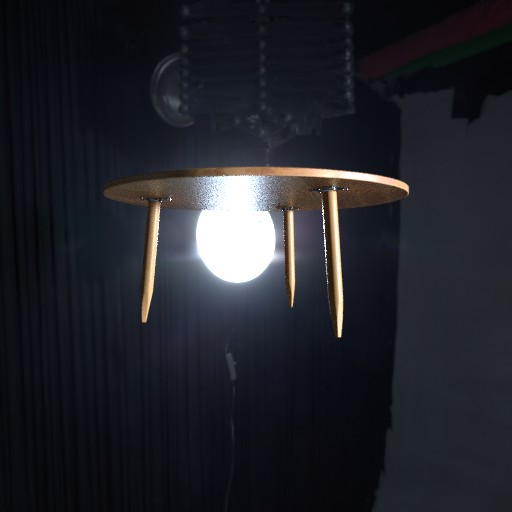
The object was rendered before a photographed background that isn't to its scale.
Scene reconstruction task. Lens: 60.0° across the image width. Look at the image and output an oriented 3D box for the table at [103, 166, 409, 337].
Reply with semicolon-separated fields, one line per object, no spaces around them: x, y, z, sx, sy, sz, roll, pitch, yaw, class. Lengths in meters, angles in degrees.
0.000;0.000;1.385;0.900;0.400;0.900;0;1;0;table
